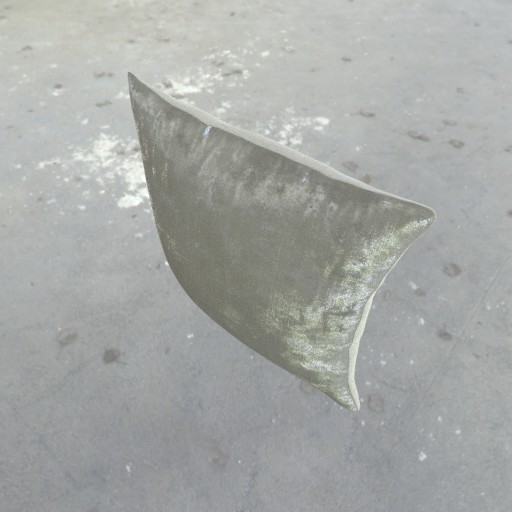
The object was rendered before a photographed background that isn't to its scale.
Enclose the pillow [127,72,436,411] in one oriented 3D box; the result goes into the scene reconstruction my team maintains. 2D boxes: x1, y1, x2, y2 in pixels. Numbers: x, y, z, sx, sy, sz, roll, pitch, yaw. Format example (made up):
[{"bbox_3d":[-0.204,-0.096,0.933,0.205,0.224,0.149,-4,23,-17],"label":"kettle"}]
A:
[{"bbox_3d":[0.000,0.000,0.703,0.470,0.464,0.175,32,55,26],"label":"pillow"}]
